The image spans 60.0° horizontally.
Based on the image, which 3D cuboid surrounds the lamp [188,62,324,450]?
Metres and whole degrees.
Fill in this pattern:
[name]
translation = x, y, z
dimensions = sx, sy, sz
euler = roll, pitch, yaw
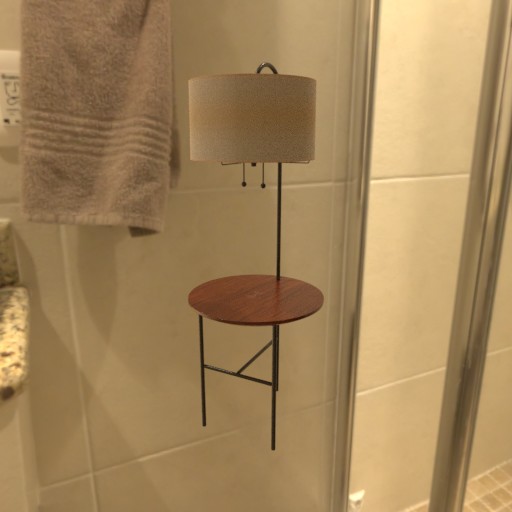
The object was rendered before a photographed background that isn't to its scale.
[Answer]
[lamp]
translation = 0.000, 0.000, 1.842
dimensions = 0.573, 1.517, 0.573
euler = 0, 15, 0
